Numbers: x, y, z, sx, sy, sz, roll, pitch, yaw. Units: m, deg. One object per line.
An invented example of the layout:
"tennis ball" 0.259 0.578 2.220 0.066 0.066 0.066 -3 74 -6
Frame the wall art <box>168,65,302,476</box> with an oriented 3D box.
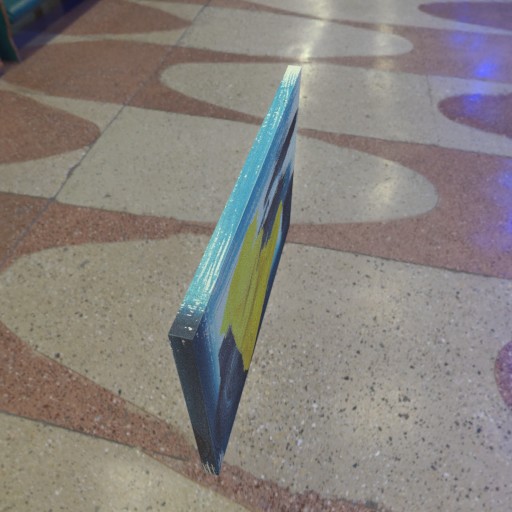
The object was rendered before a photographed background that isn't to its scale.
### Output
"wall art" 0.000 0.000 1.162 0.039 0.610 0.914 10 48 9
